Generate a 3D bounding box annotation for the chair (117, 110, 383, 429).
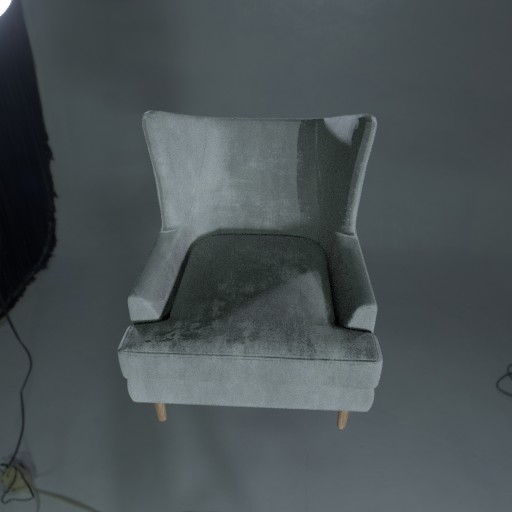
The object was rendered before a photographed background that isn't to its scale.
[{"bbox_3d":[0.000,0.000,1.612,0.784,0.950,0.906,2,32,3],"label":"chair"}]
